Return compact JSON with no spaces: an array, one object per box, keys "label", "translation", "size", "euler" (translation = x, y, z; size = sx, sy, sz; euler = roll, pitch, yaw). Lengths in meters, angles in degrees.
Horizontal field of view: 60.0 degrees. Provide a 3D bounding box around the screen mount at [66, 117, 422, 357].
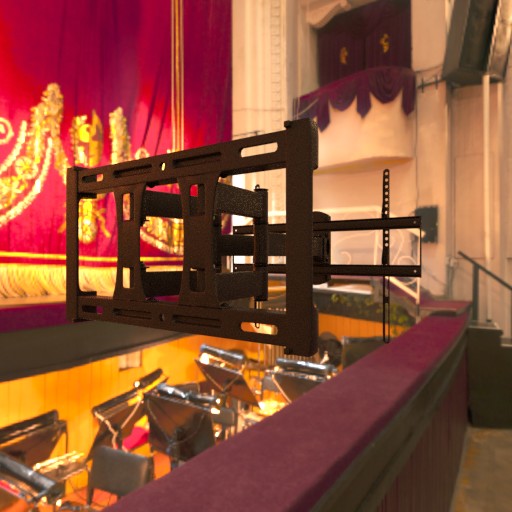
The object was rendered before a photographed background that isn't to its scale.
[{"label":"screen mount","translation":[0.000,0.000,1.117],"size":[0.661,0.491,0.644],"euler":[0,0,36]}]
